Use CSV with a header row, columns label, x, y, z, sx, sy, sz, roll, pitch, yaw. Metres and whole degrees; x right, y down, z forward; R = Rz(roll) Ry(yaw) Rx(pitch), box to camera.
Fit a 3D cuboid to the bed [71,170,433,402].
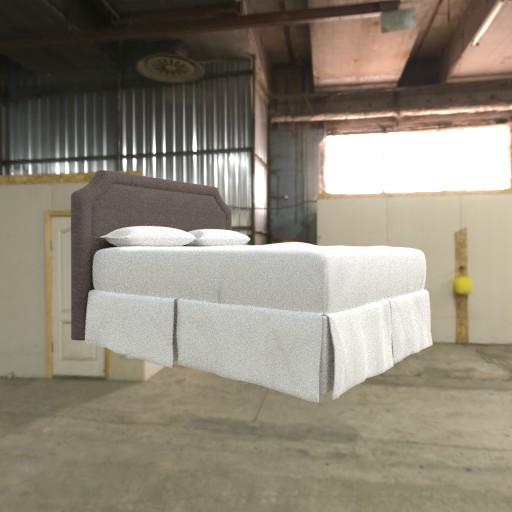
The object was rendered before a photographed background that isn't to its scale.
label,x,y,z,sx,sy,sz,roll,pitch,yaw
bed,0.000,0.000,3.228,2.116,1.290,1.693,1,2,38
